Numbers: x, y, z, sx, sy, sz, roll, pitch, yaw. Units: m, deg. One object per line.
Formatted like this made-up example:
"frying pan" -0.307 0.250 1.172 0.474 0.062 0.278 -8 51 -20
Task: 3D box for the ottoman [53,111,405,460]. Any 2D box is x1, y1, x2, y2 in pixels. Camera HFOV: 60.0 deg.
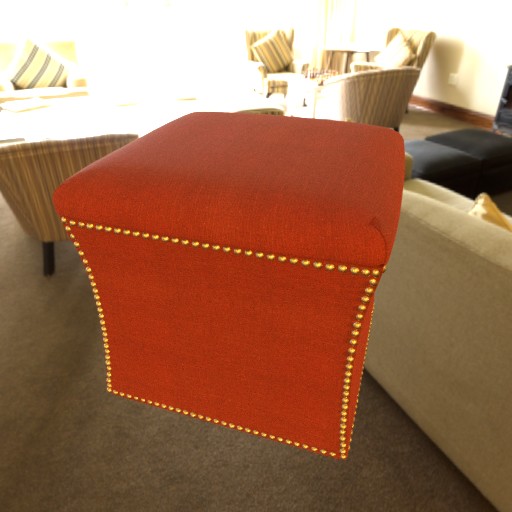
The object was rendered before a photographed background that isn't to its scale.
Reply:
"ottoman" 0.000 0.000 0.884 0.507 0.475 0.497 10 32 16
